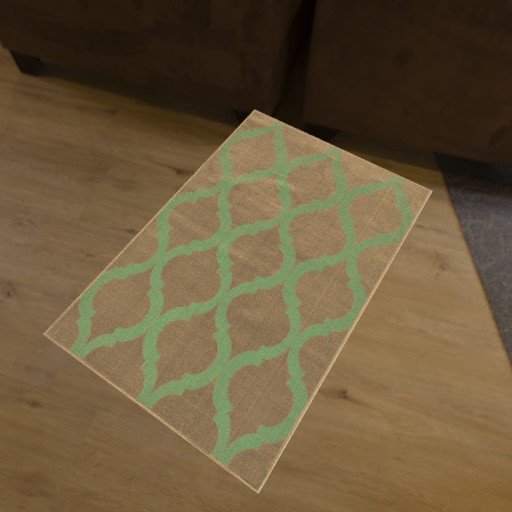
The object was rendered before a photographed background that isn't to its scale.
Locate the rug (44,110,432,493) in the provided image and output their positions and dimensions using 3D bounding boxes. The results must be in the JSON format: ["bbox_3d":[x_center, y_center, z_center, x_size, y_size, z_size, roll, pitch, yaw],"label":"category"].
[{"bbox_3d":[0.000,0.000,2.904,1.524,0.006,2.286,29,64,16],"label":"rug"}]
